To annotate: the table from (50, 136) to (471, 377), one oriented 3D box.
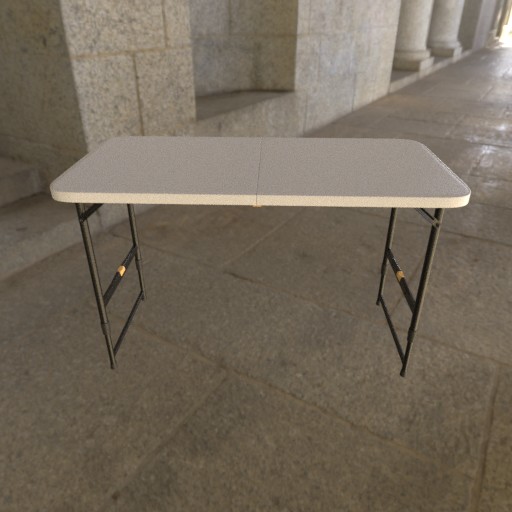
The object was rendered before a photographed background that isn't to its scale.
[{"bbox_3d":[0.000,0.000,1.668,1.245,0.737,0.611,1,30,2],"label":"table"}]
